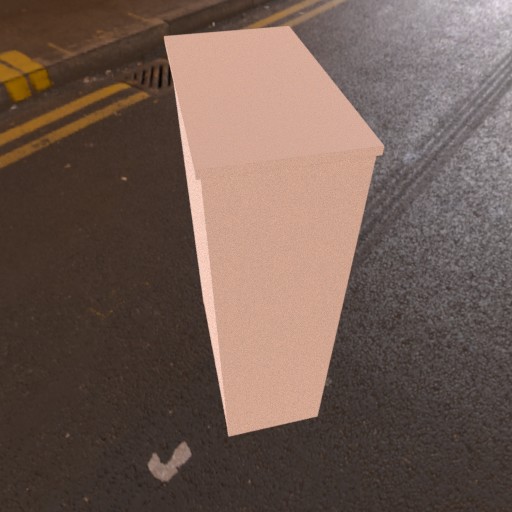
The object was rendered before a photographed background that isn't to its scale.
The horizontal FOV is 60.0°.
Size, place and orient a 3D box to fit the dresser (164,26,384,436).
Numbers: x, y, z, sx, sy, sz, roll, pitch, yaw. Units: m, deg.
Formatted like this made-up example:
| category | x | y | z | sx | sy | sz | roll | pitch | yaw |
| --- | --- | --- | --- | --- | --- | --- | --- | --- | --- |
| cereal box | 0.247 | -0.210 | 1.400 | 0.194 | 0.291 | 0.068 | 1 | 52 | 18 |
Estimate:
| category | x | y | z | sx | sy | sz | roll | pitch | yaw |
| --- | --- | --- | --- | --- | --- | --- | --- | --- | --- |
| dresser | 0.000 | 0.000 | 1.555 | 0.399 | 1.255 | 0.704 | -9 | 46 | -9 |
